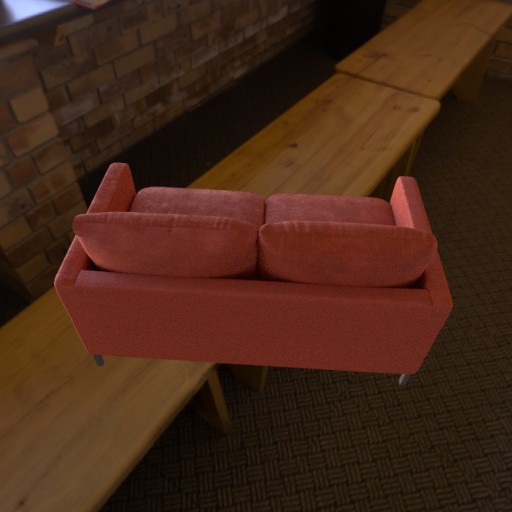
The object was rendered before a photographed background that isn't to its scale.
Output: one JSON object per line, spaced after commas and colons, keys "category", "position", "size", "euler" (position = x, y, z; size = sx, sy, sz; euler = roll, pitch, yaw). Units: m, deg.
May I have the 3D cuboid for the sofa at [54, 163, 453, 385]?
{"category": "sofa", "position": [0.000, 0.000, 2.162], "size": [1.574, 0.896, 0.864], "euler": [2, 47, 2]}
